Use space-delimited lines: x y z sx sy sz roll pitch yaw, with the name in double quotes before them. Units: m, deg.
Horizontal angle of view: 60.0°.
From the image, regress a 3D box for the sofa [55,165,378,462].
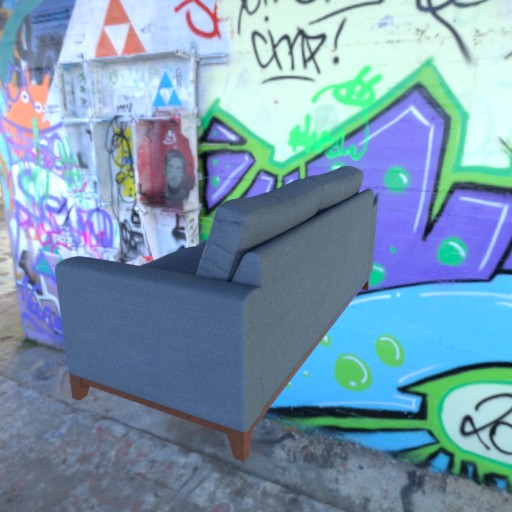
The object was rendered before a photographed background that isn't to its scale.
"sofa" 0.000 0.000 2.390 0.877 0.865 1.900 8 19 25
